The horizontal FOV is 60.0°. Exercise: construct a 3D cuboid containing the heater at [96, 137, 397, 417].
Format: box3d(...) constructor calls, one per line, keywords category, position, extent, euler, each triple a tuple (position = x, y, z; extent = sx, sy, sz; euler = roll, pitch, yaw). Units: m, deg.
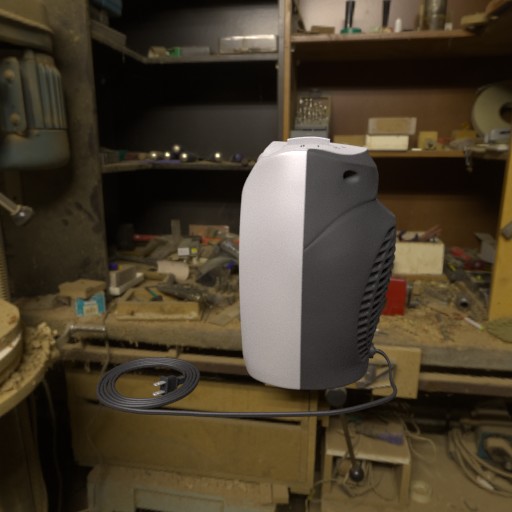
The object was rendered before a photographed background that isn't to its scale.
box3d(category="heater", position=(0.000, 0.000, 0.462), extent=(0.291, 0.240, 0.239), euler=(3, 15, 10))
